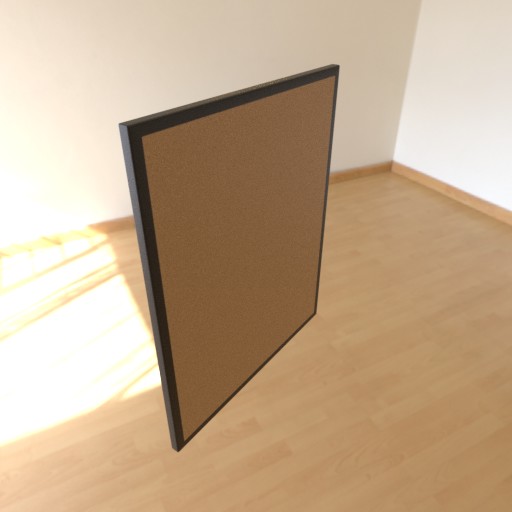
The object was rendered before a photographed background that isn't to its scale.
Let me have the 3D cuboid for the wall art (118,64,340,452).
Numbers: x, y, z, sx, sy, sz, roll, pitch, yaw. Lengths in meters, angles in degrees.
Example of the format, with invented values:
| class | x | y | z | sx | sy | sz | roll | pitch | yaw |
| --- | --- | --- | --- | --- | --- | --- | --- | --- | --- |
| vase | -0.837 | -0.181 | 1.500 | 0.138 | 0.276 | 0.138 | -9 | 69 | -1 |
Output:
| class | x | y | z | sx | sy | sz | roll | pitch | yaw |
| --- | --- | --- | --- | --- | --- | --- | --- | --- | --- |
| wall art | 0.000 | 0.000 | 0.800 | 0.018 | 0.582 | 0.481 | 22 | 39 | 31 |
